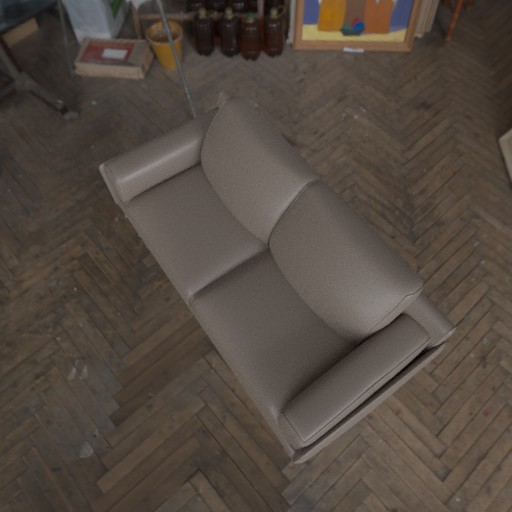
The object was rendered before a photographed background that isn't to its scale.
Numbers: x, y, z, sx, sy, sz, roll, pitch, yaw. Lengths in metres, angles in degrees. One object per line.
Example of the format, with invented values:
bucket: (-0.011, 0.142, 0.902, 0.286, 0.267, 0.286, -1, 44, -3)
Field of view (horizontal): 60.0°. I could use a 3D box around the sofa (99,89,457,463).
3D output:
sofa: (0.000, 0.000, 2.624, 1.049, 0.930, 2.101, -32, 67, -16)
